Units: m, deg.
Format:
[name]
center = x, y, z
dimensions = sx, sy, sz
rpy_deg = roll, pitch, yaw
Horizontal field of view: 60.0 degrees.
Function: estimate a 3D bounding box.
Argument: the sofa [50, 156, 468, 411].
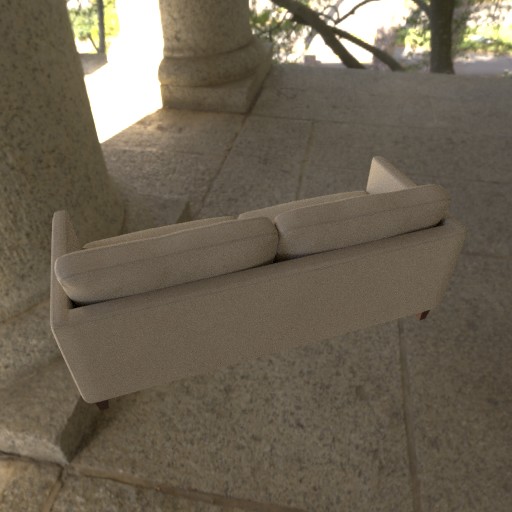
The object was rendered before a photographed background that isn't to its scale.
[sofa]
center = 0.000, 0.000, 2.645
dimensions = 2.181, 0.932, 0.948
rpy_deg = -12, 42, -14
